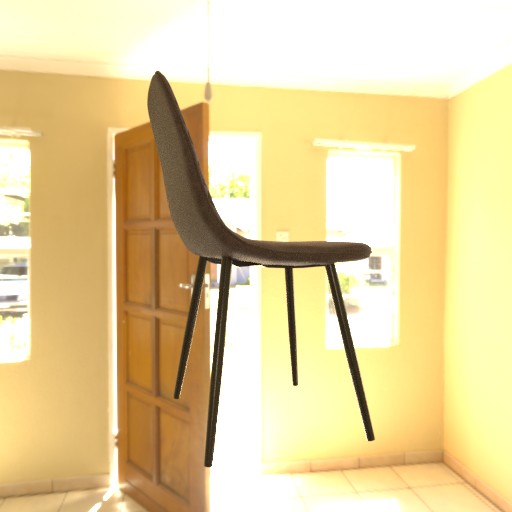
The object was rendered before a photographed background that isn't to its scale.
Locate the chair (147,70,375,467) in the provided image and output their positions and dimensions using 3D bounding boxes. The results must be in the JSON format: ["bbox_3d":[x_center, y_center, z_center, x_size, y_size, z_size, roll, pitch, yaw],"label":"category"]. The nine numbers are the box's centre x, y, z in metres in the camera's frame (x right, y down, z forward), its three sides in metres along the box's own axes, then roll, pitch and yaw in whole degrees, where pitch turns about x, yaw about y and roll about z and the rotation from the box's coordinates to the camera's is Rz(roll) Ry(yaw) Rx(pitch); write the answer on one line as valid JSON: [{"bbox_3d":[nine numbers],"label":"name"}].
[{"bbox_3d":[0.000,0.000,1.209,0.561,0.889,0.472,0,1,-19],"label":"chair"}]
